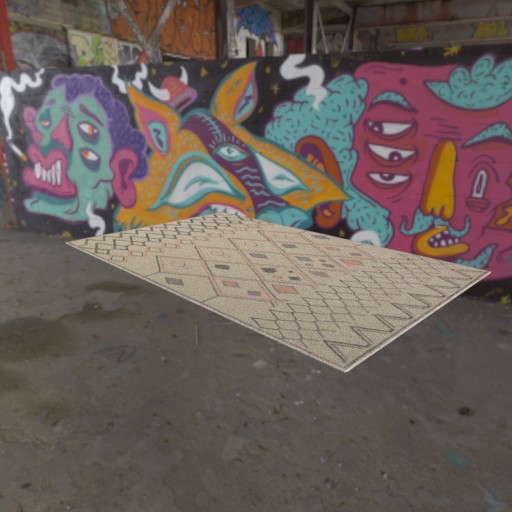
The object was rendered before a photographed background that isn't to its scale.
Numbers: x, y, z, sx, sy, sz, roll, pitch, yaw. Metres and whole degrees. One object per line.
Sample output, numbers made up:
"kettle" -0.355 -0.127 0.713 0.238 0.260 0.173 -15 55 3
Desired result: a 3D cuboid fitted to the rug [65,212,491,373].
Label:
"rug" 0.000 0.000 2.946 2.438 0.015 1.524 17 24 42
